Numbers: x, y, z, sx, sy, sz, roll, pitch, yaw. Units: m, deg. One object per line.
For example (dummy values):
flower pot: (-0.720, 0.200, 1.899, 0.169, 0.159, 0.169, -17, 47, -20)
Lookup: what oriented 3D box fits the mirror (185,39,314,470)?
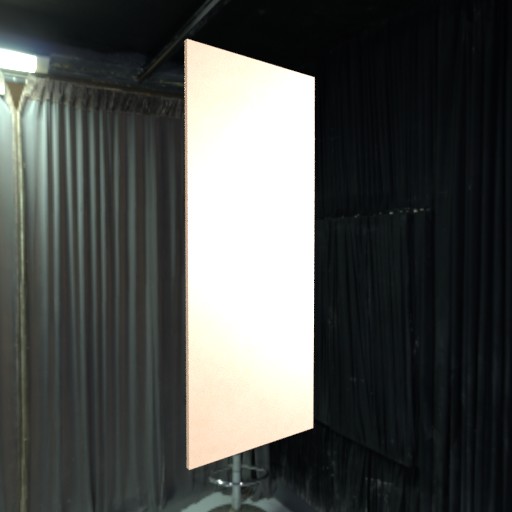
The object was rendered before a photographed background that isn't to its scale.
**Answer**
mirror: (0.000, 0.000, 2.339, 0.812, 2.031, 0.026, -1, 2, -36)
